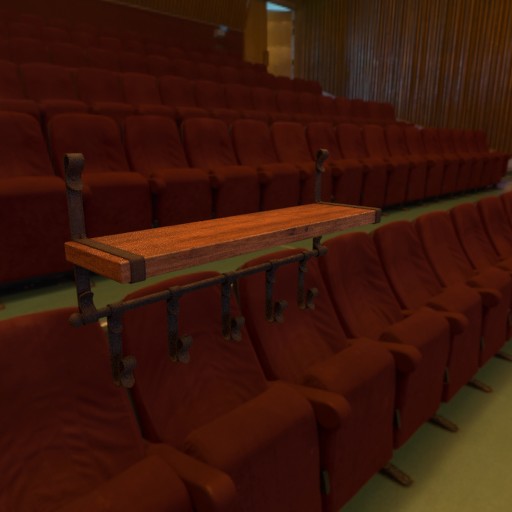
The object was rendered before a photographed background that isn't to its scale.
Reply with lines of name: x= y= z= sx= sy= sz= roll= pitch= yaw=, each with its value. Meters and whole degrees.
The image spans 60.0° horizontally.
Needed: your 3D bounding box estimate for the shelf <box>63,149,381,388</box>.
shelf: x=0.000 y=0.000 z=0.719 sx=0.146 sy=0.330 sz=0.567 roll=14 pitch=20 yaw=43
